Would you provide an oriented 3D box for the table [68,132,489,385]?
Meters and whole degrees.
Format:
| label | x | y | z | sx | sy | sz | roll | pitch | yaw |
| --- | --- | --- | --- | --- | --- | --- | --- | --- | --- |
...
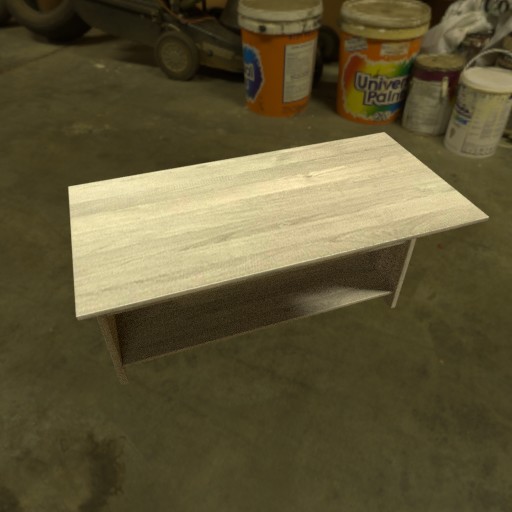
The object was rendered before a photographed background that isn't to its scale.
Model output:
| label | x | y | z | sx | sy | sz | roll | pitch | yaw |
| --- | --- | --- | --- | --- | --- | --- | --- | --- | --- |
| table | 0.000 | 0.000 | 1.436 | 1.000 | 0.570 | 0.712 | -13 | 43 | -14 |
